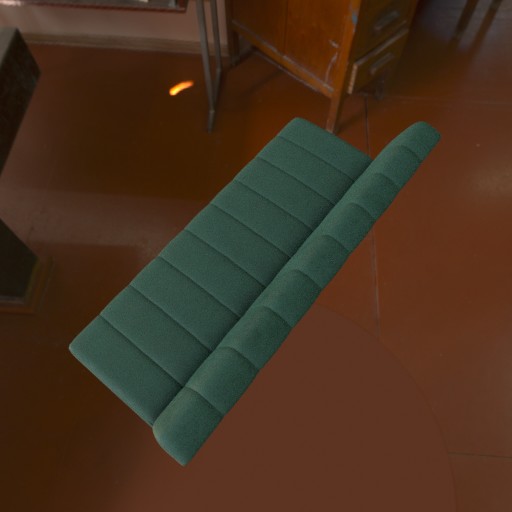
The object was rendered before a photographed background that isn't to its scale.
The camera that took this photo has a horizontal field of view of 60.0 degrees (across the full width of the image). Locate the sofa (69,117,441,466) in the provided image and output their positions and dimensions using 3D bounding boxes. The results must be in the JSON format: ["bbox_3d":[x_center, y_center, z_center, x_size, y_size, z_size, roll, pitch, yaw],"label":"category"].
[{"bbox_3d":[0.000,0.000,2.217,0.830,0.820,1.810,35,69,16],"label":"sofa"}]
